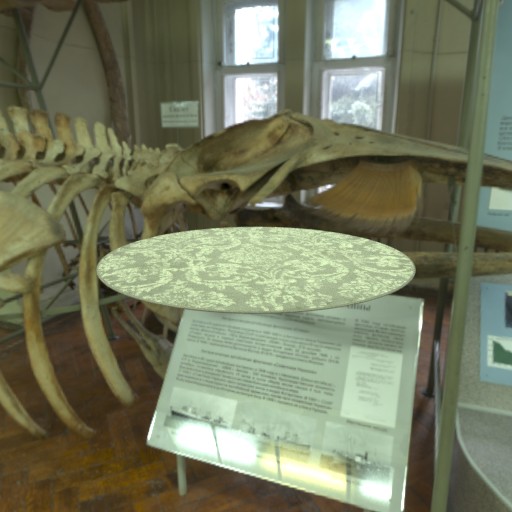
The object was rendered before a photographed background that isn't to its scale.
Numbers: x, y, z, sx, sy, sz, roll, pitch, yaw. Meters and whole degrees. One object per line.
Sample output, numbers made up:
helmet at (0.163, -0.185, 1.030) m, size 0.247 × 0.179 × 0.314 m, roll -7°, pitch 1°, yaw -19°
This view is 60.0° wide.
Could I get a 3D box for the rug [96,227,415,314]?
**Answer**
rug at (0.000, 0.000, 2.343) m, size 1.593 × 0.012 × 1.593 m, roll 0°, pitch 15°, yaw 0°
